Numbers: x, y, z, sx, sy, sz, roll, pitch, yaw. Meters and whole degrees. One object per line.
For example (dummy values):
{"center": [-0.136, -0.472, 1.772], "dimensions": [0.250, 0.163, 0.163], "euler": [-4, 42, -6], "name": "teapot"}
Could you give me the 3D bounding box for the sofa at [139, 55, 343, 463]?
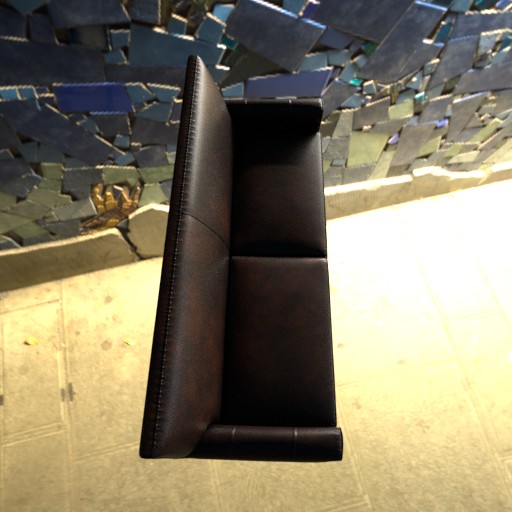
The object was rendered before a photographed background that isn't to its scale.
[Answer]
{"center": [0.000, 0.000, 2.358], "dimensions": [0.786, 0.871, 1.995], "euler": [1, 64, 1], "name": "sofa"}
